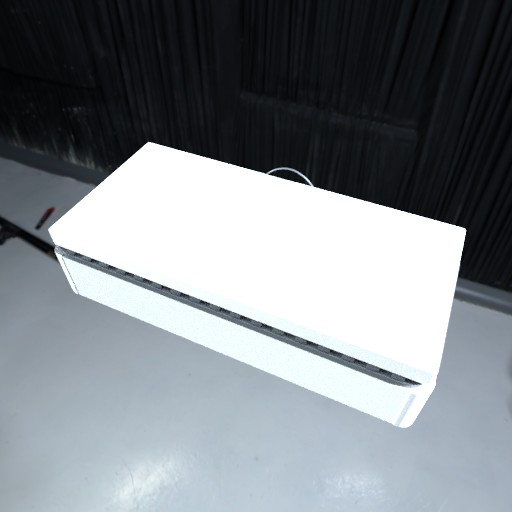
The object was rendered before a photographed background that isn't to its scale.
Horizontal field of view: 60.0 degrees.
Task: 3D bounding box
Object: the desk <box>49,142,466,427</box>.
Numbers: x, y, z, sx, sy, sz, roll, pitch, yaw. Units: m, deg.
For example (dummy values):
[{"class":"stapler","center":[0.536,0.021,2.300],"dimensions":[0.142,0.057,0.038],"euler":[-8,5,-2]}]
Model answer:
[{"class":"desk","center":[0.000,0.000,2.285],"dimensions":[1.900,0.526,0.900],"euler":[18,49,17]}]
